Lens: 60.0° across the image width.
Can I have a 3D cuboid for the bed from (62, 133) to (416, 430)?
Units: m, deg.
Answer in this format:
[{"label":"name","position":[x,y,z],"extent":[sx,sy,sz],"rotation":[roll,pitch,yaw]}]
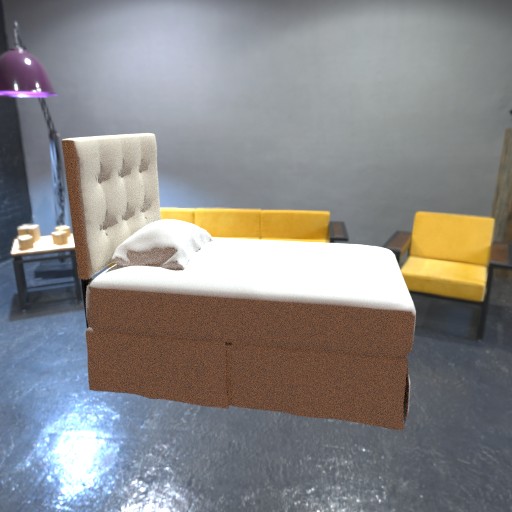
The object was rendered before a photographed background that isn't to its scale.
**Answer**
[{"label":"bed","position":[0.000,0.000,3.003],"extent":[1.997,1.571,1.261],"rotation":[3,17,10]}]
